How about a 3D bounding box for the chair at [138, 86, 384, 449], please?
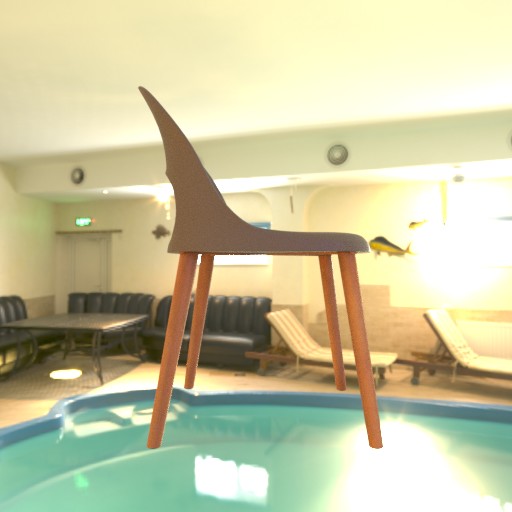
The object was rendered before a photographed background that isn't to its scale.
[{"bbox_3d":[0.000,0.000,1.127,0.556,0.795,0.470,0,-1,1],"label":"chair"}]
